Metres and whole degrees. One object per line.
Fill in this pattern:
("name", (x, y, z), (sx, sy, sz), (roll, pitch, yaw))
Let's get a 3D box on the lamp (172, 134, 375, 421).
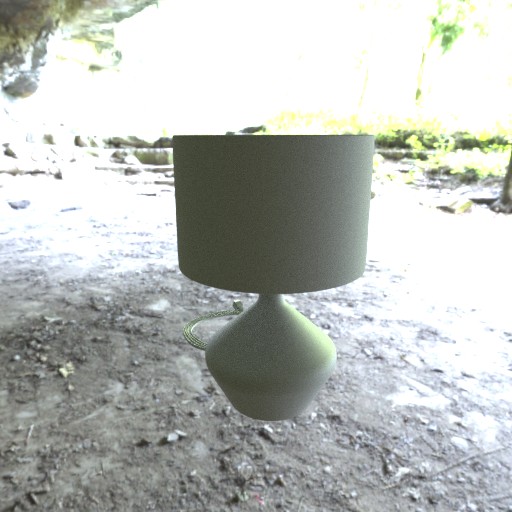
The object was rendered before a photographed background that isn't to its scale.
("lamp", (0.000, 0.000, 0.864), (0.401, 0.457, 0.546), (3, 16, 10))
